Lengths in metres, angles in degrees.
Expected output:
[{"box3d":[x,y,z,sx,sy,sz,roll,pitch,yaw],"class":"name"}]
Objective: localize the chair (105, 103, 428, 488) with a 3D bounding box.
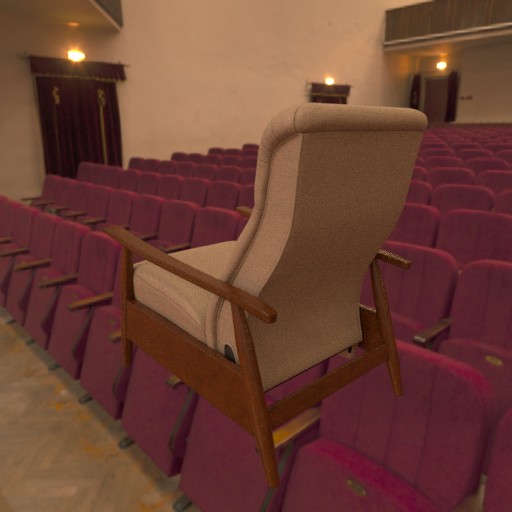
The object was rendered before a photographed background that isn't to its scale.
[{"box3d":[0.000,0.000,1.729,0.762,1.082,1.030,-14,21,-40],"class":"chair"}]
